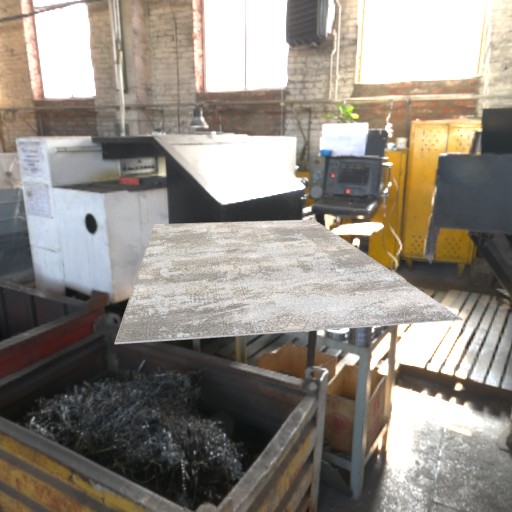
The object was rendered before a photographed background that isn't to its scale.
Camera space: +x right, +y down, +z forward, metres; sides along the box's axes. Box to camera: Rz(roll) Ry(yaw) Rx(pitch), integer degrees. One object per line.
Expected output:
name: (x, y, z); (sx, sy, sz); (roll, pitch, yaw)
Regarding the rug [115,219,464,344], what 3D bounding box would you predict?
rug: (0.000, 0.000, 3.061); (1.536, 0.012, 2.431); (-2, 16, -9)
